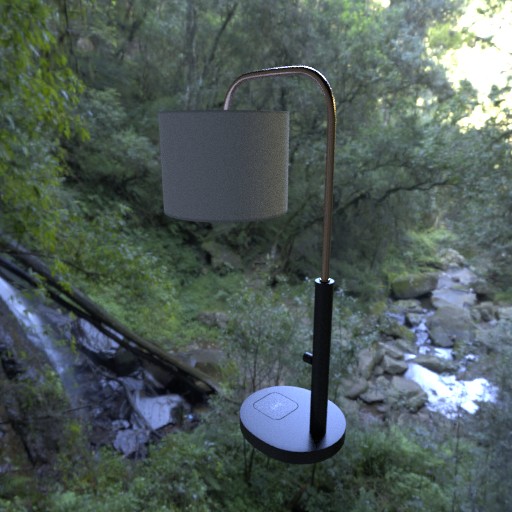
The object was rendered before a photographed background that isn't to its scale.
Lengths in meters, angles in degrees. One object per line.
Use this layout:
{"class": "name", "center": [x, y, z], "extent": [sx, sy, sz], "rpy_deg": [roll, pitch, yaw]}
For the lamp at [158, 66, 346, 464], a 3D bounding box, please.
{"class": "lamp", "center": [0.000, 0.000, 0.695], "extent": [0.199, 0.540, 0.337], "rpy_deg": [-15, 22, -42]}
